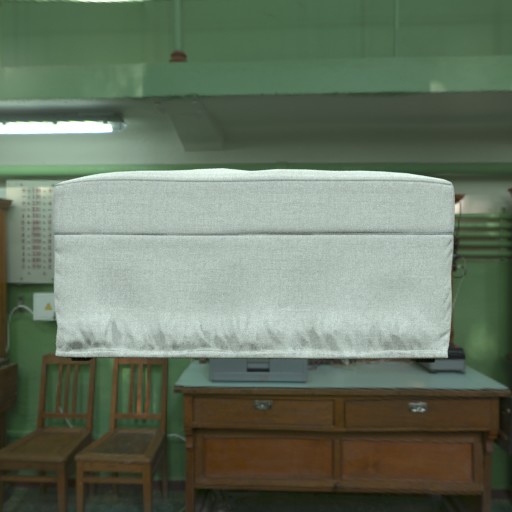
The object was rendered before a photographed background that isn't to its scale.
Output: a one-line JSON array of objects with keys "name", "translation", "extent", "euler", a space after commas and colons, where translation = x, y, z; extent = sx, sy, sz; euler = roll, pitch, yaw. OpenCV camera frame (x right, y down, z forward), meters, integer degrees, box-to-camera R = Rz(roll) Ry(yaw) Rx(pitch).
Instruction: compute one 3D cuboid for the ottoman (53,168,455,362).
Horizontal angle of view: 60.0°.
[{"name": "ottoman", "translation": [0.000, 0.000, 1.307], "extent": [0.843, 0.436, 0.840], "euler": [0, 1, 1]}]
